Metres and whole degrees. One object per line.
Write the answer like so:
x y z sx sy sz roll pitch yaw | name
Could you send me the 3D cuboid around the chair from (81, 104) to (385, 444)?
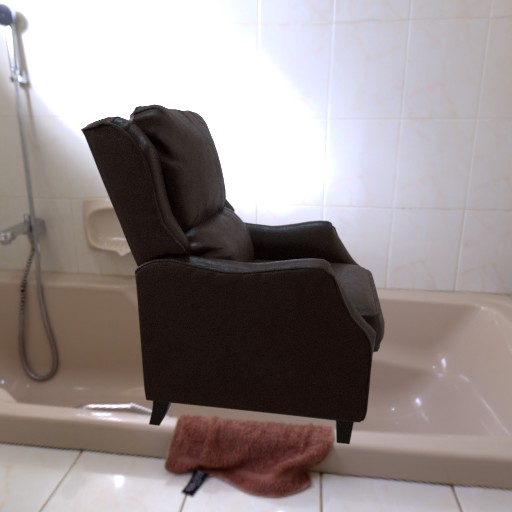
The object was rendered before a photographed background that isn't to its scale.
0.000 0.000 1.767 0.982 1.132 0.770 3 16 9 | chair
